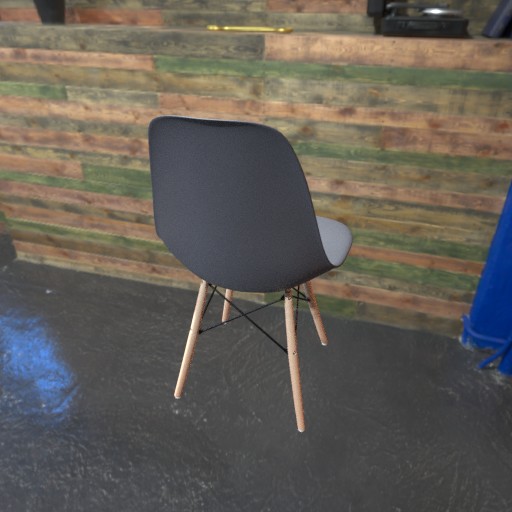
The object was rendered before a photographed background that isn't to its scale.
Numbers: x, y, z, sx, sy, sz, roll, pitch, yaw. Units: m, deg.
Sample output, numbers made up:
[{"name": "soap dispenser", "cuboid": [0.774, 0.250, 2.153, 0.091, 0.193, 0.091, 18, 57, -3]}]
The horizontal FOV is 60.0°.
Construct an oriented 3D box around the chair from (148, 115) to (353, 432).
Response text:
[{"name": "chair", "cuboid": [0.000, 0.000, 1.160, 0.470, 0.826, 0.533, 9, 32, 16]}]
